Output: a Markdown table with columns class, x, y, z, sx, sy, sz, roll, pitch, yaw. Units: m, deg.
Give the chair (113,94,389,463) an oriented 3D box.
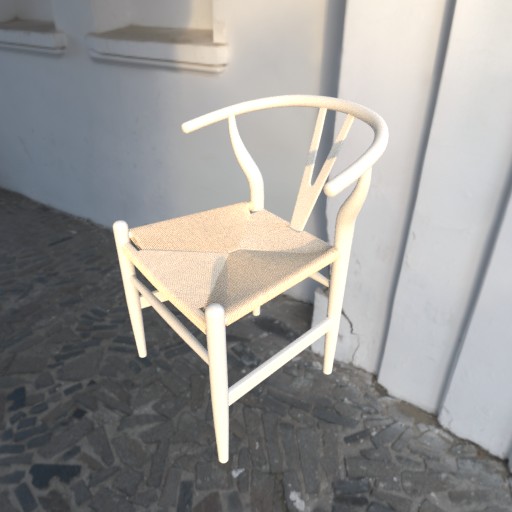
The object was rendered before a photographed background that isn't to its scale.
| class | x | y | z | sx | sy | sz | roll | pitch | yaw |
| --- | --- | --- | --- | --- | --- | --- | --- | --- | --- |
| chair | 0.000 | 0.000 | 1.173 | 0.579 | 0.730 | 0.569 | -22 | 37 | -31 |
